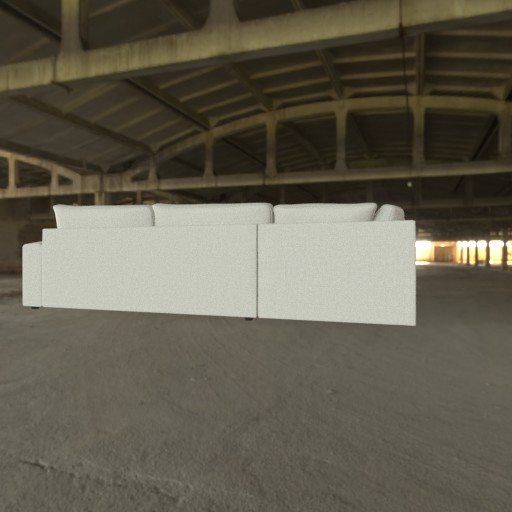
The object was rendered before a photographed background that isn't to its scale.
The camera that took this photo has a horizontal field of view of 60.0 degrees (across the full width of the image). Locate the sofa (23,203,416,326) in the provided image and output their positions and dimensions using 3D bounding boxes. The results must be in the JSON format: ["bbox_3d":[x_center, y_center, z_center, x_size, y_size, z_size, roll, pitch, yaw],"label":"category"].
[{"bbox_3d":[0.000,0.000,4.740,3.206,0.918,3.066,0,0,19],"label":"sofa"}]
